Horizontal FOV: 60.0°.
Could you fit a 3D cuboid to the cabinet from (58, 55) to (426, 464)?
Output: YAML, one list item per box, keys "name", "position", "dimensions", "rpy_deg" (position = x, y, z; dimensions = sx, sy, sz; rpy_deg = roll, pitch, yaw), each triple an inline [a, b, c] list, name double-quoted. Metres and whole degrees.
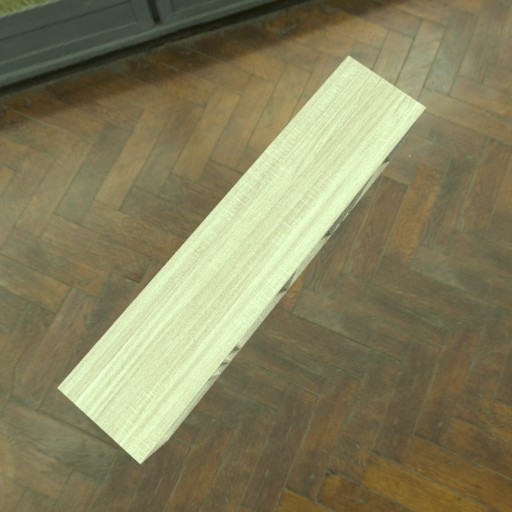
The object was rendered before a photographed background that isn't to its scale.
- name: "cabinet"
  position: [0.000, 0.000, 2.518]
  dimensions: [0.500, 0.780, 2.200]
  rpy_deg: [38, 79, 9]
